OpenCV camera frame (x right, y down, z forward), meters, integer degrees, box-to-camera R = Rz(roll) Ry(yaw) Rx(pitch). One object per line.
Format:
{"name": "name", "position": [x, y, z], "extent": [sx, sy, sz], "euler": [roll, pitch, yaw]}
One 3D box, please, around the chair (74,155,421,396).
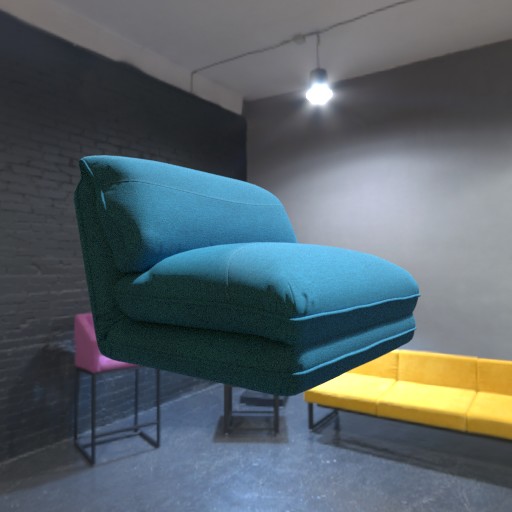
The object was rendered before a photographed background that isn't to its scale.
{"name": "chair", "position": [0.000, 0.000, 1.359], "extent": [0.780, 0.580, 0.820], "euler": [0, -1, 36]}
